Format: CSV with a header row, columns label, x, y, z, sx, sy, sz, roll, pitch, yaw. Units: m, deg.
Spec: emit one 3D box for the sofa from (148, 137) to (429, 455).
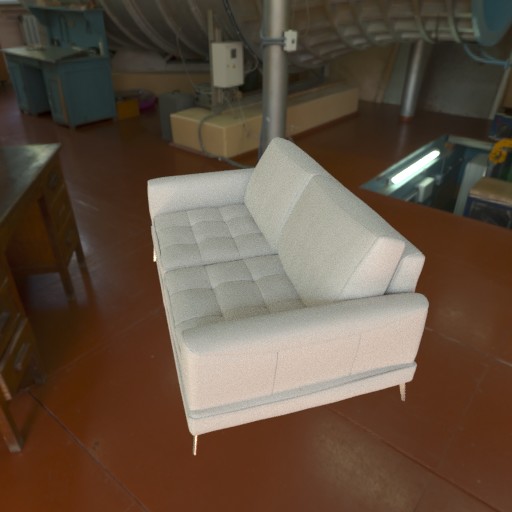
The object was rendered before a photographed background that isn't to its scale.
label,x,y,z,sx,sy,sz,roll,pitch,yaw
sofa,0.000,0.000,2.554,1.121,0.930,1.819,-9,33,-14
